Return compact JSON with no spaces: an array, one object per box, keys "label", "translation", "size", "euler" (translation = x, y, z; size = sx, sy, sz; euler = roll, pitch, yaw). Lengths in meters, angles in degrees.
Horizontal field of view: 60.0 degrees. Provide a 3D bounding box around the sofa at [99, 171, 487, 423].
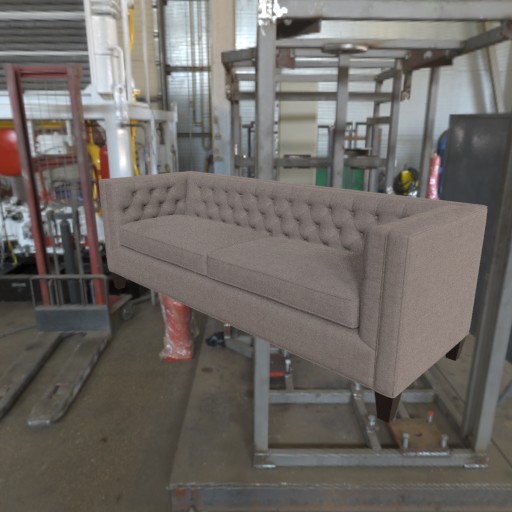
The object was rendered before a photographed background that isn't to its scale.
[{"label":"sofa","translation":[0.000,0.000,2.544],"size":[2.159,0.762,0.775],"euler":[16,23,42]}]
